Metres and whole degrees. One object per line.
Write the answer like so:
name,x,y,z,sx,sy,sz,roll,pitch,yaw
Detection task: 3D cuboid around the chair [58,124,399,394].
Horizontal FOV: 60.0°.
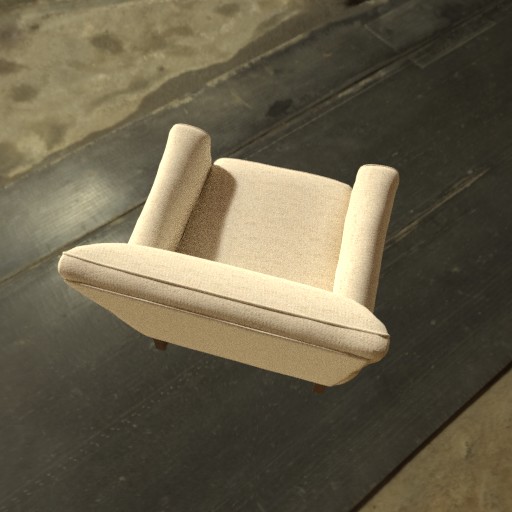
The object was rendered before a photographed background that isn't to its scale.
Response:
chair,0.000,0.000,1.611,0.870,0.943,0.823,14,64,7
